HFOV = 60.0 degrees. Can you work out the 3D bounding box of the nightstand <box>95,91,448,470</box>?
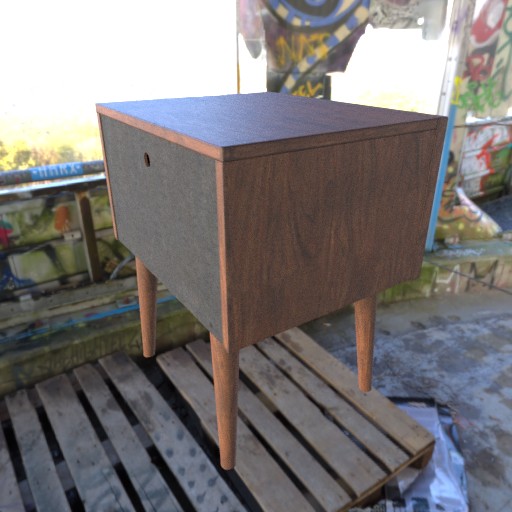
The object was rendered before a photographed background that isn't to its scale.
[{"bbox_3d":[0.000,0.000,0.955,0.445,0.607,0.521,-16,30,-30],"label":"nightstand"}]
